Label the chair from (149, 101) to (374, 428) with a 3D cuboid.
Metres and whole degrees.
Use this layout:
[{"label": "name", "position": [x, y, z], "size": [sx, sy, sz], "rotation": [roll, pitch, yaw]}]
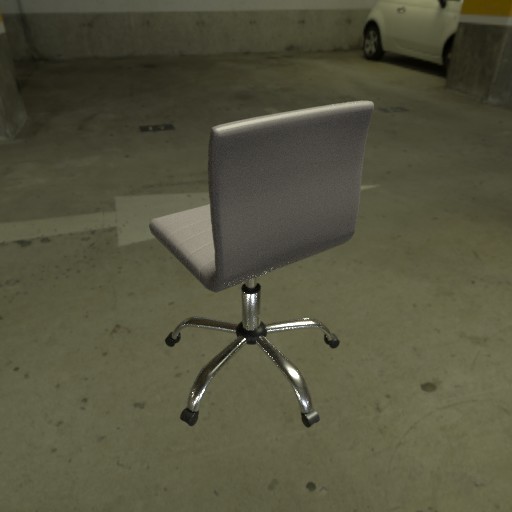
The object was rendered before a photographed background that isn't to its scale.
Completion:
[{"label": "chair", "position": [0.000, 0.000, 1.138], "size": [0.556, 0.780, 0.530], "rotation": [-20, 36, -29]}]
